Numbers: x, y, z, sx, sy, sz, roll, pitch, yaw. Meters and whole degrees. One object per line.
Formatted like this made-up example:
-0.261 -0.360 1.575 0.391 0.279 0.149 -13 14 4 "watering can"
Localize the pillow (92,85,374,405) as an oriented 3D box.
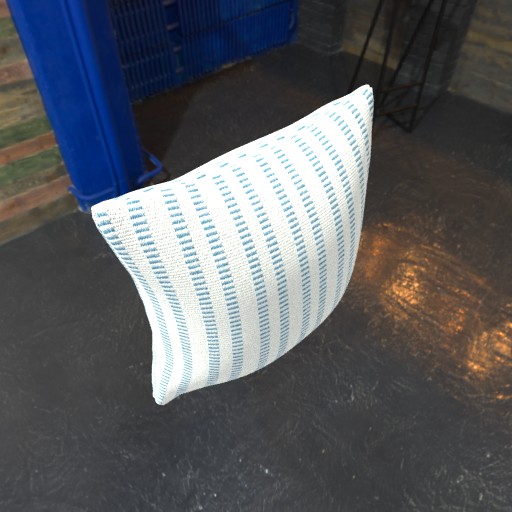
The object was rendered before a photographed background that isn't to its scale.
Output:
0.000 0.000 0.688 0.438 0.419 0.247 -31 54 -27 "pillow"
